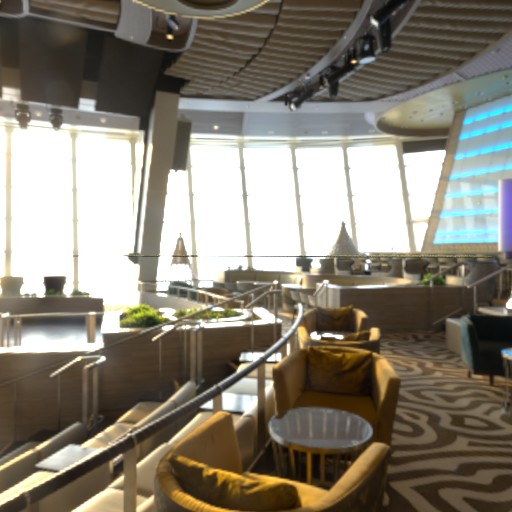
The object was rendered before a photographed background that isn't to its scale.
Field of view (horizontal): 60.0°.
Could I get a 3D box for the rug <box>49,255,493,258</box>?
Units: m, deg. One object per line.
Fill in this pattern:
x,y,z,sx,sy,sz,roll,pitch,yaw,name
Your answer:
0.000,0.000,2.674,2.438,0.006,0.761,0,0,20,rug
